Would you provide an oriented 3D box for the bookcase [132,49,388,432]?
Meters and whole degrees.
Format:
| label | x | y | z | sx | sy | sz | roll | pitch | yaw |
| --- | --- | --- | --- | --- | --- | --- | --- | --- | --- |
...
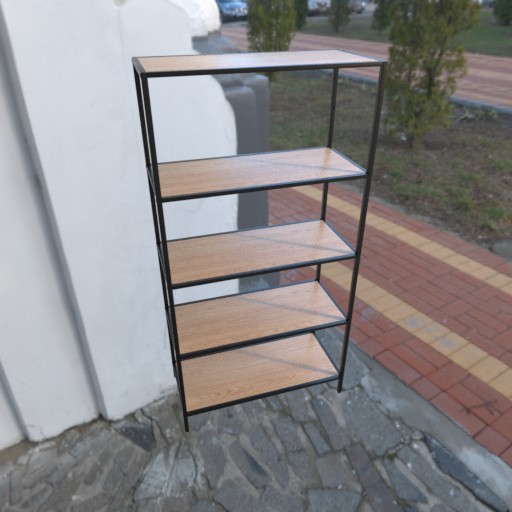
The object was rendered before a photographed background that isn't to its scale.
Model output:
| label | x | y | z | sx | sy | sz | roll | pitch | yaw |
| --- | --- | --- | --- | --- | --- | --- | --- | --- | --- |
| bookcase | 0.000 | 0.000 | 1.833 | 0.770 | 1.500 | 0.350 | -9 | 32 | -15 |
